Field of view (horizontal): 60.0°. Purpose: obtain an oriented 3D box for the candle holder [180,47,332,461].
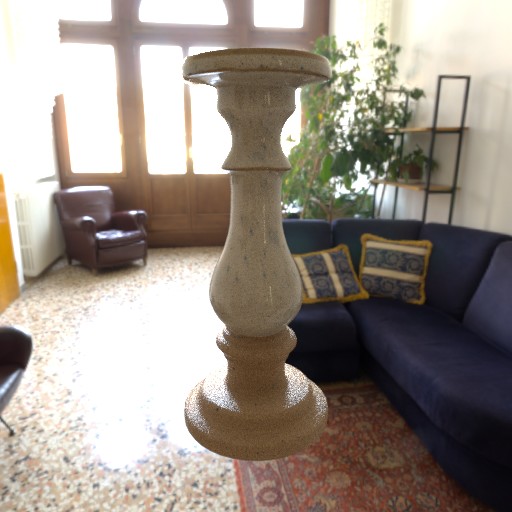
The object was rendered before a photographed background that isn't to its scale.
[{"bbox_3d":[0.000,0.000,0.250,0.088,0.203,0.088,0,14,0],"label":"candle holder"}]
